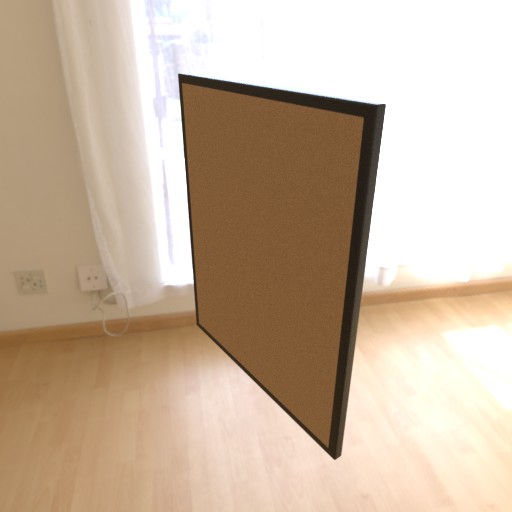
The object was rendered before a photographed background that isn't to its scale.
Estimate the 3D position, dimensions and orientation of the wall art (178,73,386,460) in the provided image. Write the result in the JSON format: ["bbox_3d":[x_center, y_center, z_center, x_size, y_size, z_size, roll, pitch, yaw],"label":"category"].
[{"bbox_3d":[0.000,0.000,0.802,0.018,0.582,0.481,-18,32,-31],"label":"wall art"}]
